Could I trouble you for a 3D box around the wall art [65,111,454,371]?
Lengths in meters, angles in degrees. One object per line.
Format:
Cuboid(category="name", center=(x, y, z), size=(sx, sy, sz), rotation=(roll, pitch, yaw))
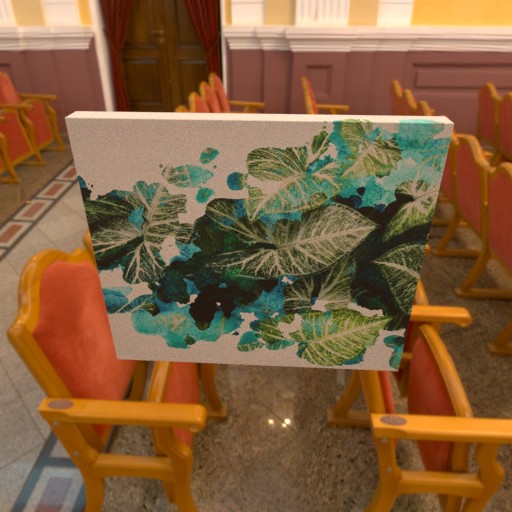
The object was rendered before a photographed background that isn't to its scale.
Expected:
Cuboid(category="wall art", center=(0.000, 0.000, 0.705), size=(0.507, 0.435, 0.041), rotation=(2, 31, 3))
